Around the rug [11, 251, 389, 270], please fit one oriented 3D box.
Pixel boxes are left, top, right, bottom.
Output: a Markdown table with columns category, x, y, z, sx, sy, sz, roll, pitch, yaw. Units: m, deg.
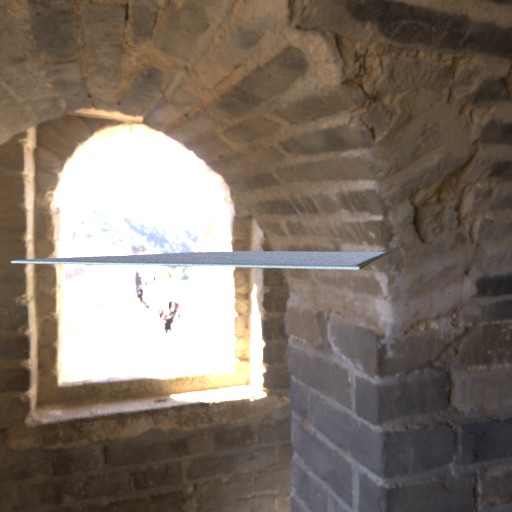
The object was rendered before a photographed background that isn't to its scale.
| category | x | y | z | sx | sy | sz | roll | pitch | yaw |
| --- | --- | --- | --- | --- | --- | --- | --- | --- | --- |
| rug | 0.000 | 0.000 | 3.353 | 1.819 | 0.018 | 2.746 | 1 | 2 | 19 |
